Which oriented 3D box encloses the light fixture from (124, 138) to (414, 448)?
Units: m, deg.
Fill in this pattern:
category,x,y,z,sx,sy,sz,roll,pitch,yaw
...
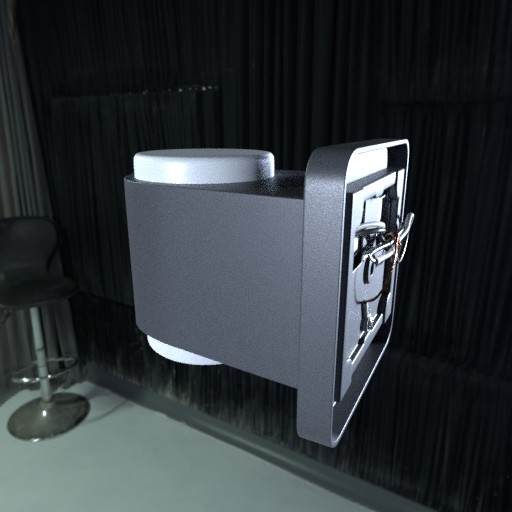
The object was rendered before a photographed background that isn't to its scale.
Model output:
category,x,y,z,sx,sy,sz,roll,pitch,yaw
light fixture,0.000,0.000,0.214,0.132,0.109,0.109,9,19,26
